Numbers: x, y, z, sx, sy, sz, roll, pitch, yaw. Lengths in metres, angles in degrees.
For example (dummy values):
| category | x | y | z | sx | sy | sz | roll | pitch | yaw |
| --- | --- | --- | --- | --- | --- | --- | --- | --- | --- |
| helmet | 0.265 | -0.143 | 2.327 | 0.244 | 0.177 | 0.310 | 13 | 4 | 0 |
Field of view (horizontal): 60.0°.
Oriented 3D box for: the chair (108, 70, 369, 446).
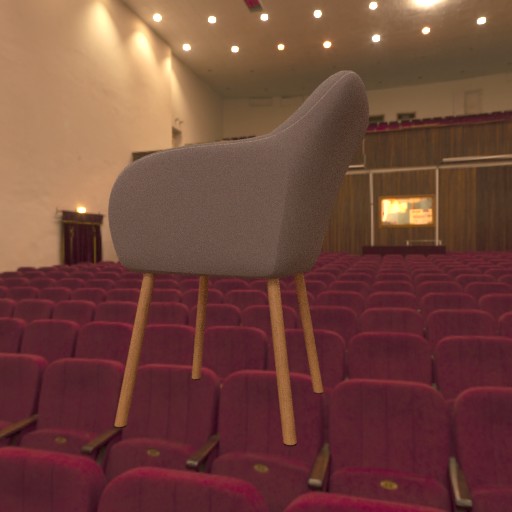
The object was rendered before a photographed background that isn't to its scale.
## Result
| category | x | y | z | sx | sy | sz | roll | pitch | yaw |
| --- | --- | --- | --- | --- | --- | --- | --- | --- | --- |
| chair | 0.000 | 0.000 | 1.203 | 0.590 | 0.830 | 0.570 | 0 | 0 | 17 |
